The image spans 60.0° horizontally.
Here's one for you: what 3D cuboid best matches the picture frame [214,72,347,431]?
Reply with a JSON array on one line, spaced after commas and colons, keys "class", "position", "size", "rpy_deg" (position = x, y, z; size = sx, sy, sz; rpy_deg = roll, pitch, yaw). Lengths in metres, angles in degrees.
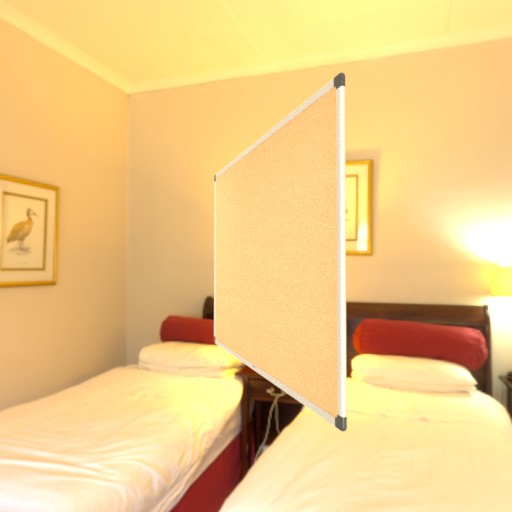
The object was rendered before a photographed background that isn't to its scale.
[{"class": "picture frame", "position": [0.000, 0.000, 1.159], "size": [0.010, 0.600, 0.900], "rpy_deg": [0, -1, -19]}]
